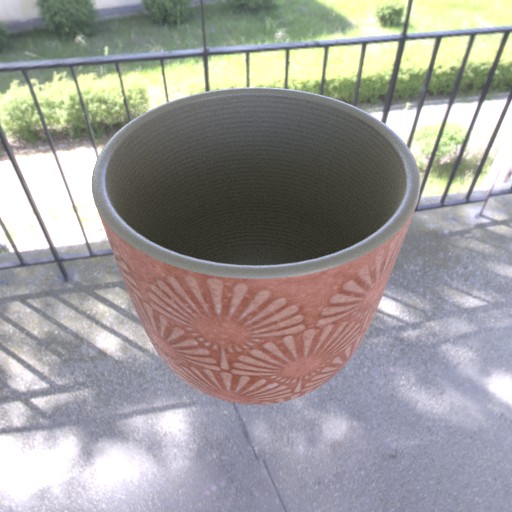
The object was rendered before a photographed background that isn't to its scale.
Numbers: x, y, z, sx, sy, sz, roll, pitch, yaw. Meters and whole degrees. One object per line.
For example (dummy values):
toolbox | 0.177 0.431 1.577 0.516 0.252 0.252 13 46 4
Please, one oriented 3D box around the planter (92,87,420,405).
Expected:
planter | 0.000 0.000 0.210 0.124 0.109 0.124 0 45 0
